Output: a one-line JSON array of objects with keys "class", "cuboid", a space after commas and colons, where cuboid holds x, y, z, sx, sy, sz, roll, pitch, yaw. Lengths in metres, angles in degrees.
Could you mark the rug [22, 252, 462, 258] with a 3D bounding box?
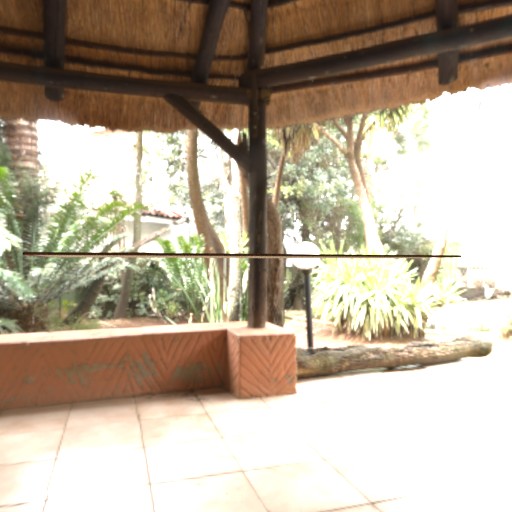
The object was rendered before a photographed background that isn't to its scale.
[{"class": "rug", "cuboid": [0.000, 0.000, 2.709, 2.439, 0.017, 0.764, 0, -1, -19]}]
